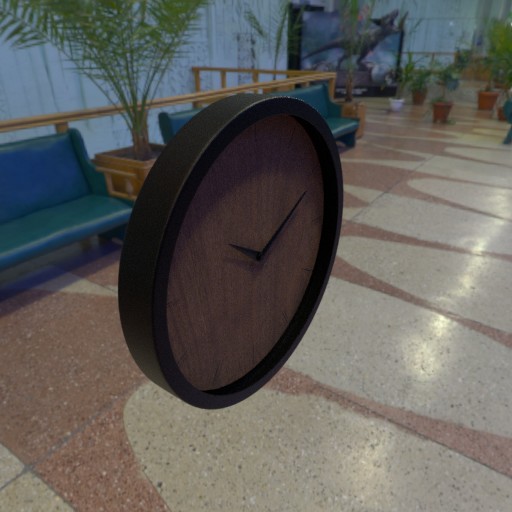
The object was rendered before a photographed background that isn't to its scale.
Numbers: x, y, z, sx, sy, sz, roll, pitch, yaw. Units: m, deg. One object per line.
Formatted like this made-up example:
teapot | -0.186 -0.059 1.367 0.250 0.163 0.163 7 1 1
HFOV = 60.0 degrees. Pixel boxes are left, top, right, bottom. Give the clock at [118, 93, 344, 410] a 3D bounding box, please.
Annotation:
clock | 0.000 0.000 0.457 0.040 0.314 0.314 18 32 32
